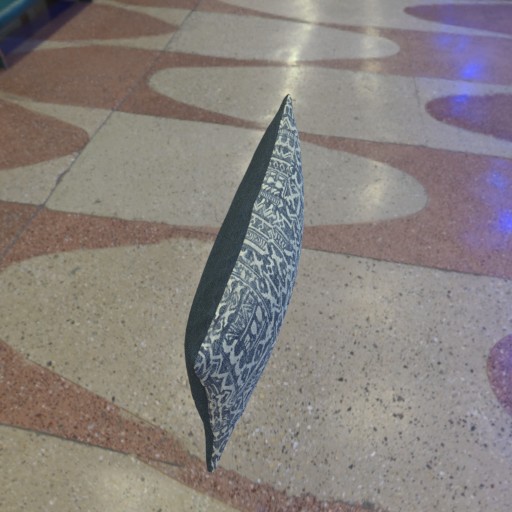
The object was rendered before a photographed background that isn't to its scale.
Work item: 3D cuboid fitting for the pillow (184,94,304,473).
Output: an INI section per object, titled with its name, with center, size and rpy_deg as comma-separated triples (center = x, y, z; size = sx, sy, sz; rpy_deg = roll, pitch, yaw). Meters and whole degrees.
[pillow]
center = 0.000, 0.000, 0.766
size = 0.148, 0.292, 0.631
rpy_deg = 9, 47, 8
